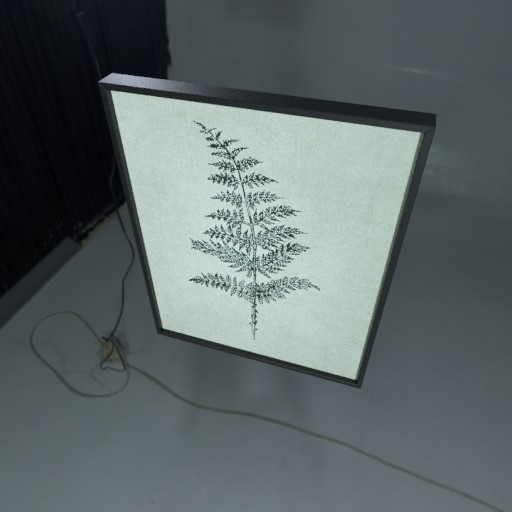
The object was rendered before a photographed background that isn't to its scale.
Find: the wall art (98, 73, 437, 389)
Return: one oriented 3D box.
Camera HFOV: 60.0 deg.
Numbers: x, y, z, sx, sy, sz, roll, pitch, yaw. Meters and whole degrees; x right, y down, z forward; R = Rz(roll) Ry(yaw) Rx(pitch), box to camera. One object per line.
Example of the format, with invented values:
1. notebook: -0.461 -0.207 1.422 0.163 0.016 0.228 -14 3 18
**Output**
1. wall art: 0.000 0.000 0.761 0.449 0.555 0.039 12 43 13
